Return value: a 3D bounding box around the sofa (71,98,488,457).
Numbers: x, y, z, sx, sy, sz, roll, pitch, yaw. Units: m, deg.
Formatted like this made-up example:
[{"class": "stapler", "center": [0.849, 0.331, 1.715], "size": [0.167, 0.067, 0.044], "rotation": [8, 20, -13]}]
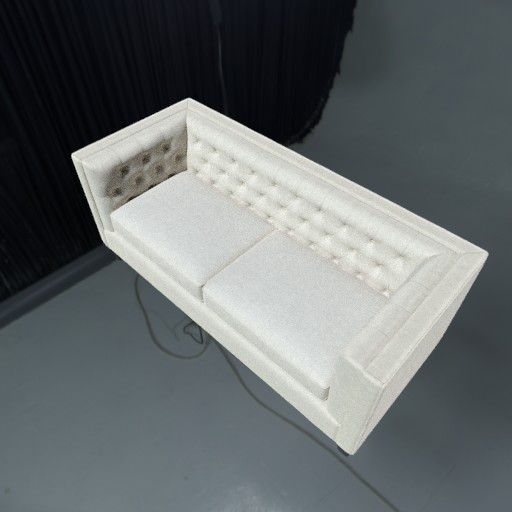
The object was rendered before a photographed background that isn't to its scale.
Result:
[{"class": "sofa", "center": [0.000, 0.000, 2.217], "size": [1.778, 0.762, 0.775], "rotation": [35, 56, 27]}]
